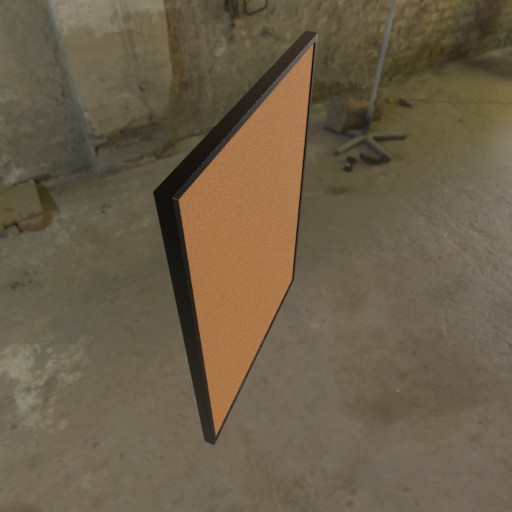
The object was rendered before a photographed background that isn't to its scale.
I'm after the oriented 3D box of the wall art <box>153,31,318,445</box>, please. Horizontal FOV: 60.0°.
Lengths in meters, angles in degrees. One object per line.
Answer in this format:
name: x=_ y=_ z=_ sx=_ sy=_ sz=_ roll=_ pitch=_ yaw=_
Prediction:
wall art: x=0.000 y=0.000 z=1.379 sx=0.040 sy=1.062 sz=0.805 roll=17 pitch=48 yaw=16
